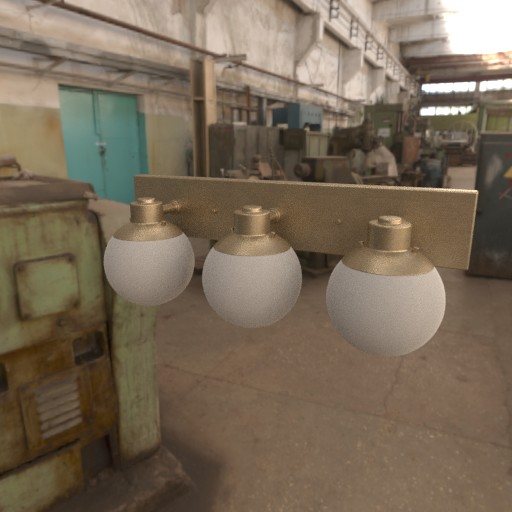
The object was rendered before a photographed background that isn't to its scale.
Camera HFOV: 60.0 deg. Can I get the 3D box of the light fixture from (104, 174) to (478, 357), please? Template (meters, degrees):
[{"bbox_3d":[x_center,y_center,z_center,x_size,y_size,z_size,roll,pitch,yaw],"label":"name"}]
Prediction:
[{"bbox_3d":[0.000,0.000,0.837,0.721,0.263,0.218,8,17,26],"label":"light fixture"}]
